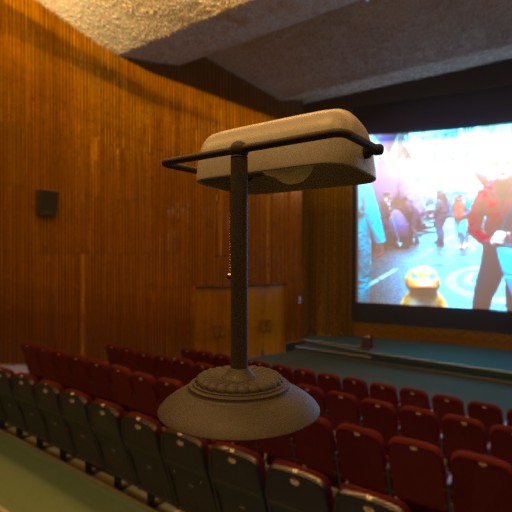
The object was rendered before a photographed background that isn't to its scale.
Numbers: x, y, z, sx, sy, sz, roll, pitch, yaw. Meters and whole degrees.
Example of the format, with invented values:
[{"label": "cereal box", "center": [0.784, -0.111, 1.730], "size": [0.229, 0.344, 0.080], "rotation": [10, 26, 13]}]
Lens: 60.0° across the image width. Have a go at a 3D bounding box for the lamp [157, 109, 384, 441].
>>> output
[{"label": "lamp", "center": [0.000, 0.000, 0.521], "size": [0.264, 0.339, 0.243], "rotation": [0, 0, 36]}]
